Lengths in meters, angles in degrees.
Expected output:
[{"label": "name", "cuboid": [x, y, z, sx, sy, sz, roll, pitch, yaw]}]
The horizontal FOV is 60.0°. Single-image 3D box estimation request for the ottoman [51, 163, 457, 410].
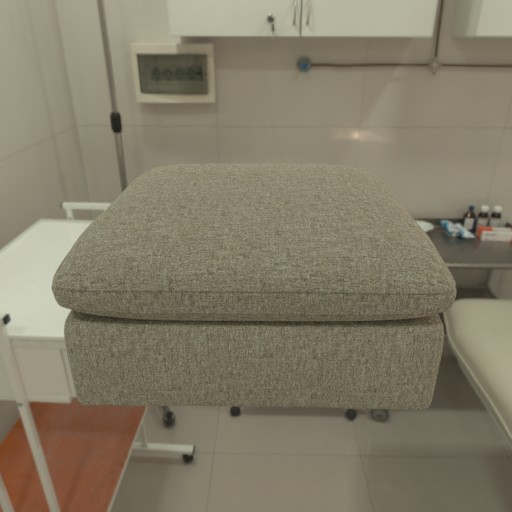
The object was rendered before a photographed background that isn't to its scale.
[{"label": "ottoman", "cuboid": [0.000, 0.000, 1.572, 1.035, 0.526, 1.039, 0, 26, 1]}]
